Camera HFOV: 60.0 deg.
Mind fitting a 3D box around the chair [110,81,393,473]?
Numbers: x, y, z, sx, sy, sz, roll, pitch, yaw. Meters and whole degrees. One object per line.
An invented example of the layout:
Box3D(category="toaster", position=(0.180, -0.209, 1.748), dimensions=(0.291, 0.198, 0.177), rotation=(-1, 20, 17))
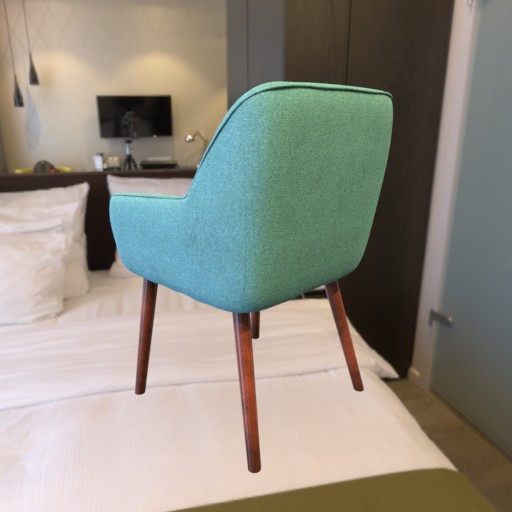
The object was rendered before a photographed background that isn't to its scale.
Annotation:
Box3D(category="chair", position=(0.000, 0.000, 1.148), dimensions=(0.519, 0.803, 0.543), rotation=(16, 23, 42))
